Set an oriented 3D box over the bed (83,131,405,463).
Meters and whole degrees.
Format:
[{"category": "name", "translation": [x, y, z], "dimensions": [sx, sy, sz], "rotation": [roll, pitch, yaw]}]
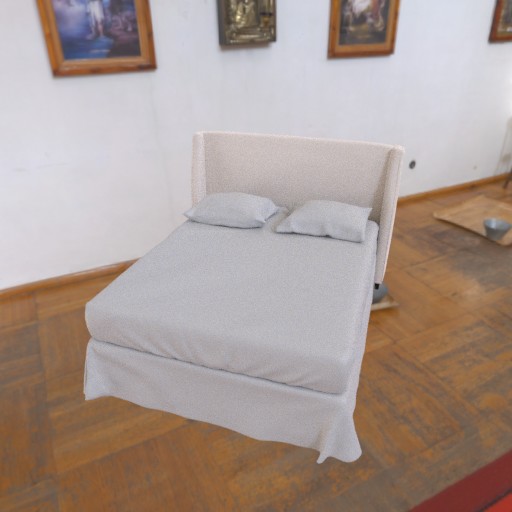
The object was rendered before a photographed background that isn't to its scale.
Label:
[{"category": "bed", "translation": [0.000, 0.000, 3.356], "dimensions": [1.925, 1.332, 2.276], "rotation": [9, 29, 16]}]
